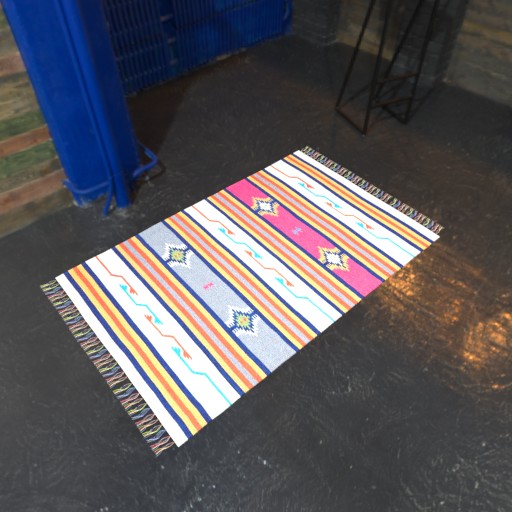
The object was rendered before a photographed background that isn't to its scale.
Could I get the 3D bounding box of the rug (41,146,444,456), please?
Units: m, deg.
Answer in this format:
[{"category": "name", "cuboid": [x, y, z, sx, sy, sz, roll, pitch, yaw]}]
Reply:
[{"category": "rug", "cuboid": [0.000, 0.000, 2.286, 1.849, 0.013, 1.084, -32, 55, -26]}]
